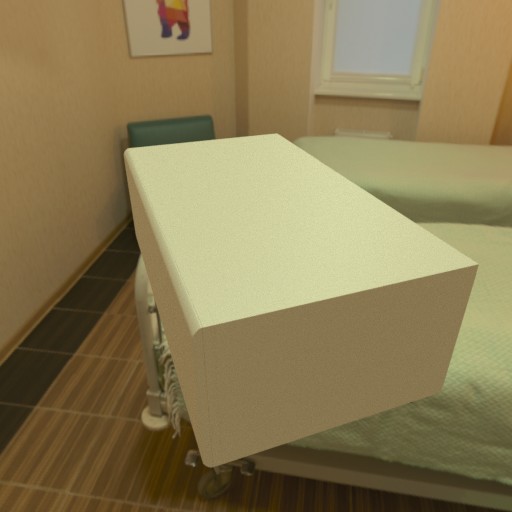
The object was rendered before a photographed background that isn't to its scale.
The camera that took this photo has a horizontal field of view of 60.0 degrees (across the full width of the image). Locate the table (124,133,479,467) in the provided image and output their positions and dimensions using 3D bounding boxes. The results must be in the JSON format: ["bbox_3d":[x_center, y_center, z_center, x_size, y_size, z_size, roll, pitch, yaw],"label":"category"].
[{"bbox_3d":[0.000,0.000,1.393,0.639,0.442,1.097,-11,32,-17],"label":"table"}]
